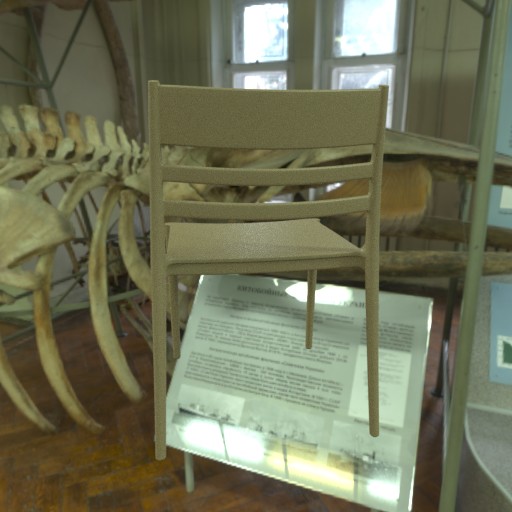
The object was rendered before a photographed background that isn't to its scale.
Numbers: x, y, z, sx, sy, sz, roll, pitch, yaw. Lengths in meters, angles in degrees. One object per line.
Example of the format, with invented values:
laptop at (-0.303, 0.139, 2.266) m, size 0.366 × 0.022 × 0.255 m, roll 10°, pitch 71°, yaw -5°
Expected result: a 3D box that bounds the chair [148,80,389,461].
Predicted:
chair at (0.000, 0.000, 1.153) m, size 0.531 × 0.800 × 0.511 m, roll -2°, pitch 15°, yaw -9°
